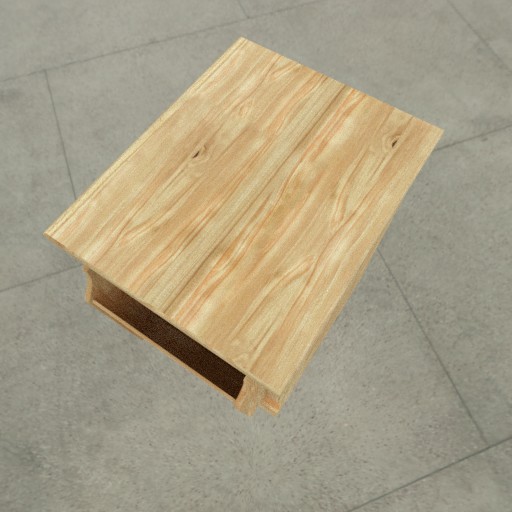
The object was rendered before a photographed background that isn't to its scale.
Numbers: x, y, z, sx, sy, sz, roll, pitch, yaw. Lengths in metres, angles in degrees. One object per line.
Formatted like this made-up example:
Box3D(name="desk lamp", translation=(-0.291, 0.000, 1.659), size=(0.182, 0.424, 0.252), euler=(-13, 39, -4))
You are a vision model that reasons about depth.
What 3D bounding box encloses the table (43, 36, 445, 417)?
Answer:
Box3D(name="table", translation=(0.000, 0.000, 0.867), size=(0.380, 0.515, 0.530), euler=(31, 68, 14))
